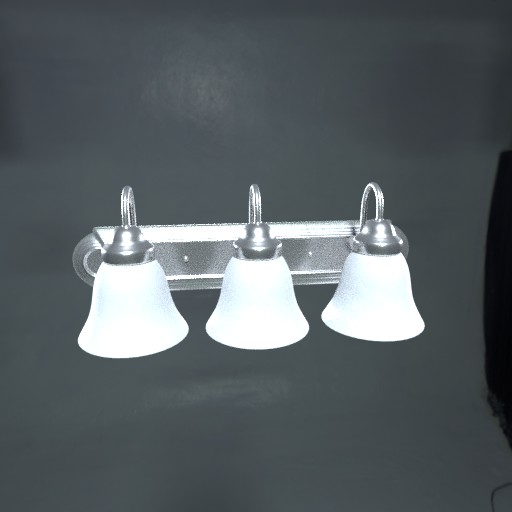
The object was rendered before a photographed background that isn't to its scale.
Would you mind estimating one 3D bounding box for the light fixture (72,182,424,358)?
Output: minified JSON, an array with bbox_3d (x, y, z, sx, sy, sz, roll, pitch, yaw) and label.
[{"bbox_3d":[0.000,0.000,0.700,0.610,0.222,0.199,-2,16,-7],"label":"light fixture"}]
